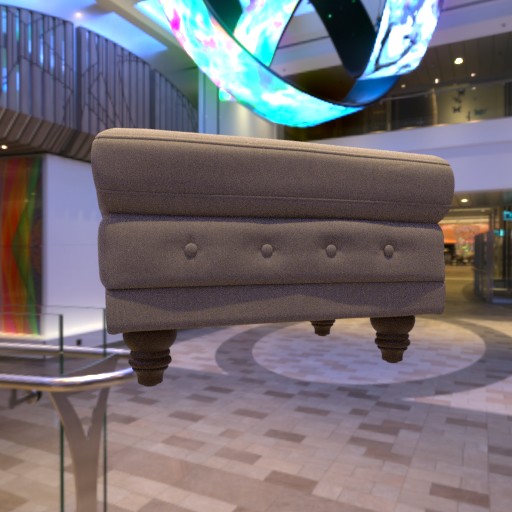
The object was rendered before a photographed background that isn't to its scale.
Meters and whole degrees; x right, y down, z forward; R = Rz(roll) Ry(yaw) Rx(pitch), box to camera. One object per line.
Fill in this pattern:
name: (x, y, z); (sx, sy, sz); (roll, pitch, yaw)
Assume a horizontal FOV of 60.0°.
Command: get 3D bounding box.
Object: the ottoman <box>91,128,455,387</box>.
ottoman: (0.000, 0.000, 1.124); (0.771, 0.500, 0.569); (0, 0, -19)
